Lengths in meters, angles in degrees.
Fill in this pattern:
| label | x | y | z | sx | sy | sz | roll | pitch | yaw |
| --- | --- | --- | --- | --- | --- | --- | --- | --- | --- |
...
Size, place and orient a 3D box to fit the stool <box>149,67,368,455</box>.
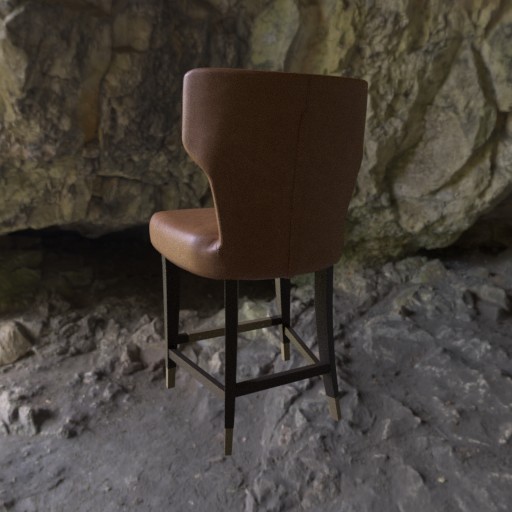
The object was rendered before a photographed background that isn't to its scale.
| label | x | y | z | sx | sy | sz | roll | pitch | yaw |
| --- | --- | --- | --- | --- | --- | --- | --- | --- | --- |
| stool | 0.000 | 0.000 | 1.338 | 0.526 | 0.982 | 0.563 | -7 | 16 | -25 |
